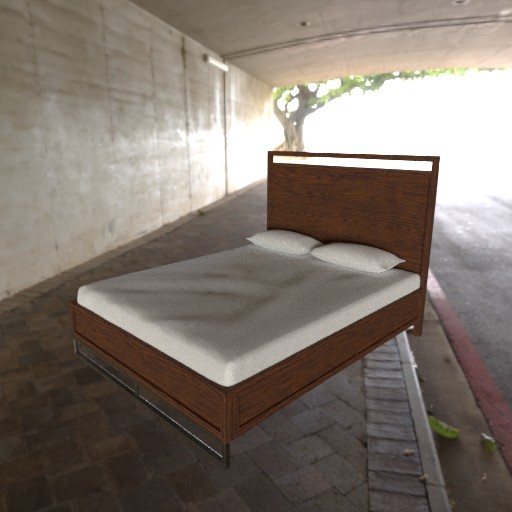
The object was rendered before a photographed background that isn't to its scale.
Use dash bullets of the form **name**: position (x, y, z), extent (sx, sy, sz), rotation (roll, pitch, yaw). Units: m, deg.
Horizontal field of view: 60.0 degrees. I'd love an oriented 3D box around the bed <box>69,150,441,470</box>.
- **bed**: position (0.000, 0.000, 3.400), extent (1.765, 1.487, 2.218), rotation (14, 21, 43)
